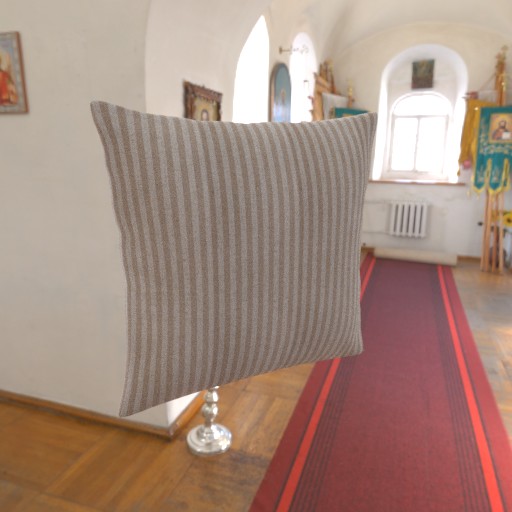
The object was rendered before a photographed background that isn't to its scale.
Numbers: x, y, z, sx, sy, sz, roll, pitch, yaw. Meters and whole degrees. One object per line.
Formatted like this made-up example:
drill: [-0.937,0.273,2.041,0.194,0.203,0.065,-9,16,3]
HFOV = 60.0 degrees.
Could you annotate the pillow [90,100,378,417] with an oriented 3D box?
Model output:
pillow: [0.000,0.000,0.799,0.523,0.510,0.166,-7,16,-25]
